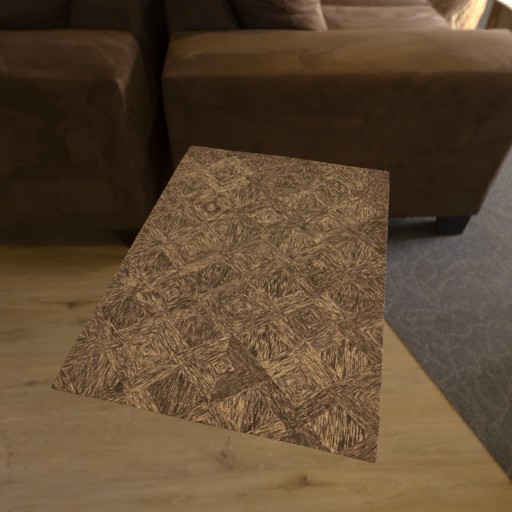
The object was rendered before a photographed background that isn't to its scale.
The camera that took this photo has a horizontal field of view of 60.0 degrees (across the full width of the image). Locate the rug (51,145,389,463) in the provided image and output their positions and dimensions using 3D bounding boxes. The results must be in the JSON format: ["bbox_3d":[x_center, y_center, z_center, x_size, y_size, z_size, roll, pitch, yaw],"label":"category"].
[{"bbox_3d":[0.000,0.000,5.221,2.997,0.020,4.093,10,48,9],"label":"rug"}]
